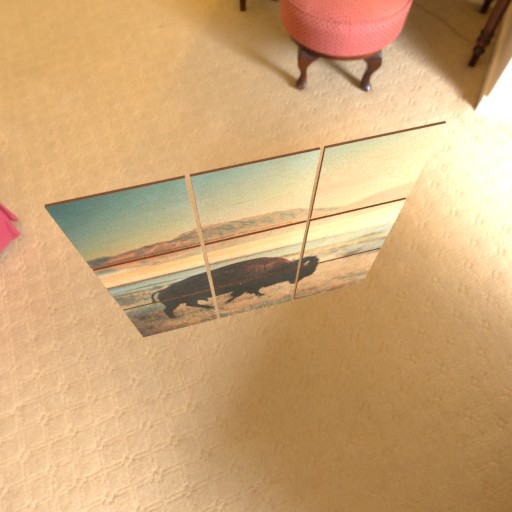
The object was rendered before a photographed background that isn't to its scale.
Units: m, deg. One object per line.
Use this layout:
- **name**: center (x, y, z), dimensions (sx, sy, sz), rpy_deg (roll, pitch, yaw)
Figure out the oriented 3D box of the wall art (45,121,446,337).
- **wall art**: center (0.000, 0.000, 2.323), dimensions (1.533, 1.532, 0.019), rpy_deg (-13, 63, -7)
